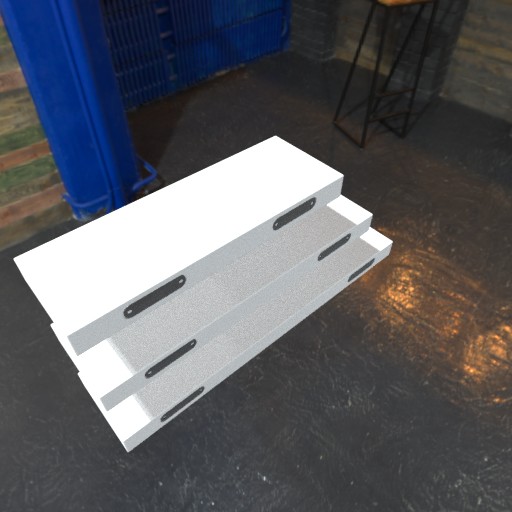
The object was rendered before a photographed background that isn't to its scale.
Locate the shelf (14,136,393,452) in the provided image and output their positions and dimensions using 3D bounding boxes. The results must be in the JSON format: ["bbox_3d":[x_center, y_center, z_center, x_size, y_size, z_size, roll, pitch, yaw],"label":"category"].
[{"bbox_3d":[0.000,0.000,0.711,0.610,0.293,0.140,-32,53,-27],"label":"shelf"}]
